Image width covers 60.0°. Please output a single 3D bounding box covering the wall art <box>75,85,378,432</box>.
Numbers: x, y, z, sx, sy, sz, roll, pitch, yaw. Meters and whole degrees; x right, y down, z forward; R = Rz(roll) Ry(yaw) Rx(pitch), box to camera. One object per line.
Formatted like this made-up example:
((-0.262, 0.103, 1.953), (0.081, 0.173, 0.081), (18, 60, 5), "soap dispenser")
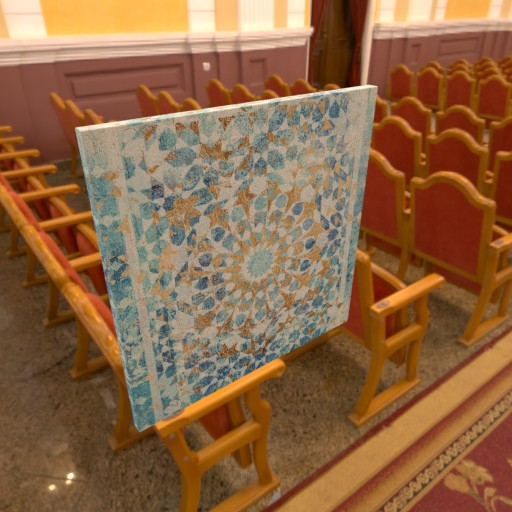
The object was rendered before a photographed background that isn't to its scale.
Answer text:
((0.000, 0.000, 1.378), (0.916, 0.916, 0.040), (-20, 36, -31), "wall art")
